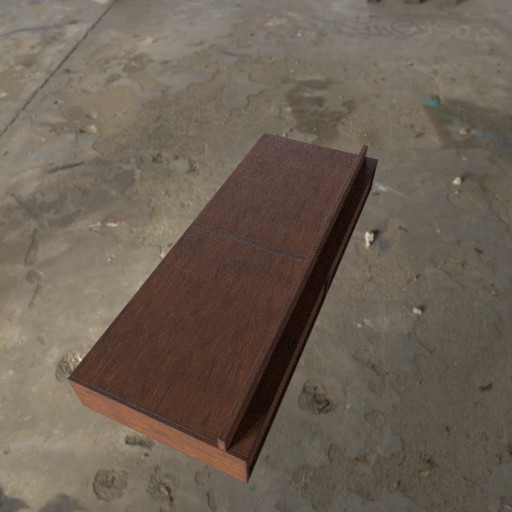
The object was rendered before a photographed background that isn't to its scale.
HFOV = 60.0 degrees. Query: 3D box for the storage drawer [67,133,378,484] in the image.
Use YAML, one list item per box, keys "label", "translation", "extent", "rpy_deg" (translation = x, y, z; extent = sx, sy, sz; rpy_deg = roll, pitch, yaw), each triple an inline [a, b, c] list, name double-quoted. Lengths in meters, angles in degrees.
- label: "storage drawer"
  translation: [0.000, 0.000, 2.251]
  extent: [0.774, 0.339, 1.914]
  rpy_deg: [18, 49, 16]
